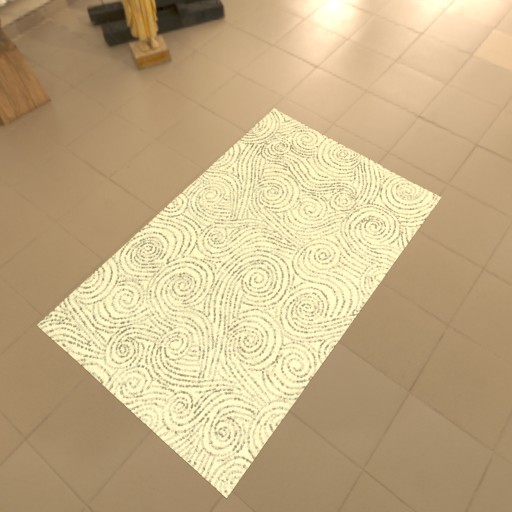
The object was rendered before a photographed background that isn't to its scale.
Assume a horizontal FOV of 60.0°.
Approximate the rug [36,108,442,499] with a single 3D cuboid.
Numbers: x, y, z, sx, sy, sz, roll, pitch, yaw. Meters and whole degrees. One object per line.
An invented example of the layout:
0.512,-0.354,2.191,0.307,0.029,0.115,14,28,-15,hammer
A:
0.000,0.000,2.969,1.524,0.005,2.439,34,65,18,rug
